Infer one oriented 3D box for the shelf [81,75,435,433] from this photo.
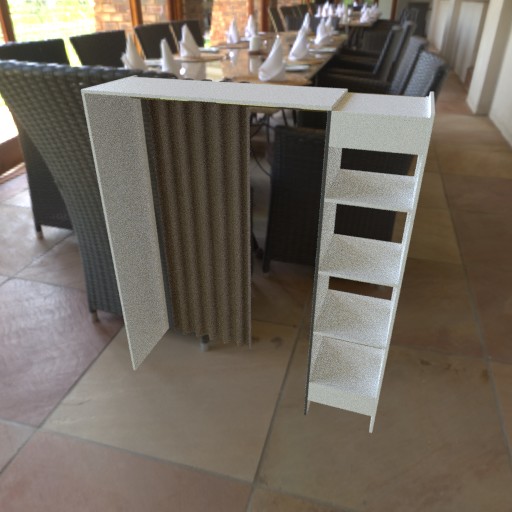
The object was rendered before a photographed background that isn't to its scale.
[{"bbox_3d":[0.000,0.000,2.557,1.600,1.820,0.500,10,31,16],"label":"shelf"}]
